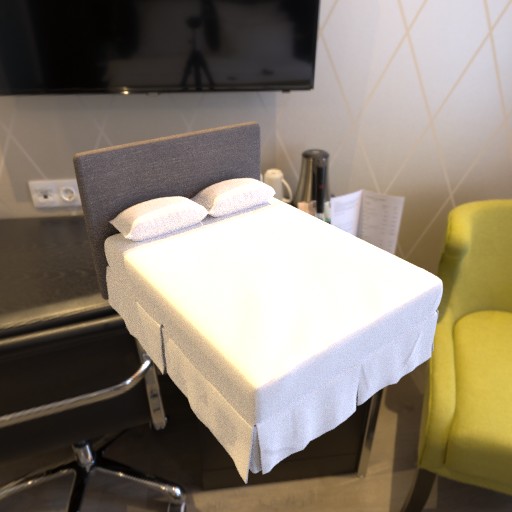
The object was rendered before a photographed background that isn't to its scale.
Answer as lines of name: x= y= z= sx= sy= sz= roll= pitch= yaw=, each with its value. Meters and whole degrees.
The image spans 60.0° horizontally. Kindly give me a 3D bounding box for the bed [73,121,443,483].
bed: x=0.000 y=0.000 z=3.197 sx=1.723 sy=1.330 sz=2.142 roll=-21 pitch=36 yaw=-32
